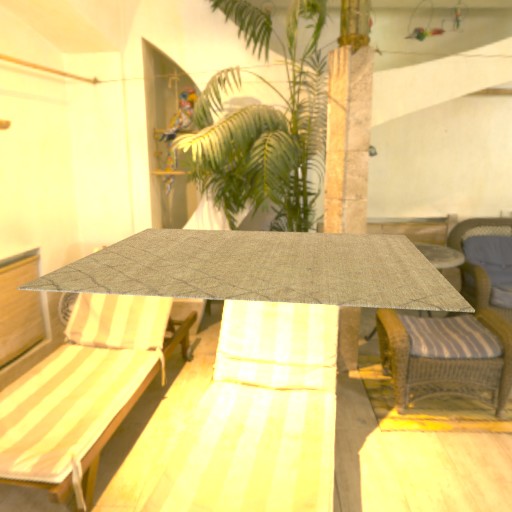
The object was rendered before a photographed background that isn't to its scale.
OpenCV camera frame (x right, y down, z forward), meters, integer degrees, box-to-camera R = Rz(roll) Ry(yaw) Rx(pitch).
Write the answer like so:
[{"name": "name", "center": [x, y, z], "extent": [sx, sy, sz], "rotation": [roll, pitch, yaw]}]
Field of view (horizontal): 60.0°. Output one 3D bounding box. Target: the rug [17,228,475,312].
[{"name": "rug", "center": [0.000, 0.000, 4.061], "extent": [3.038, 0.019, 2.420], "rotation": [2, 14, 8]}]
